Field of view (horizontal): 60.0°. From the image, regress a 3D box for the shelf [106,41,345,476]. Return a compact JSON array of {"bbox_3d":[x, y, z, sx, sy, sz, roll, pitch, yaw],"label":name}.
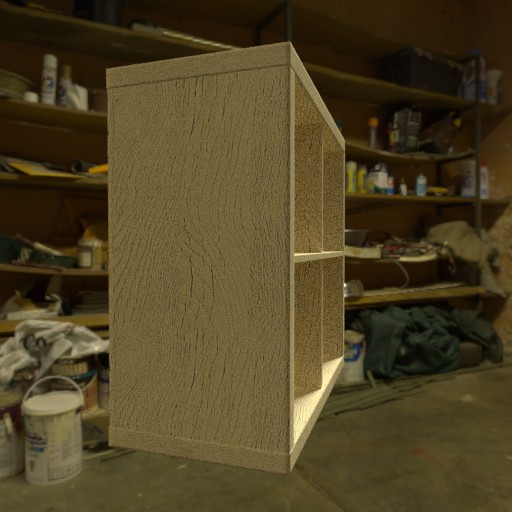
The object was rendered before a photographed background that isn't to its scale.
[{"bbox_3d":[0.000,0.000,1.237,0.390,0.786,0.790,0,1,18],"label":"shelf"}]
